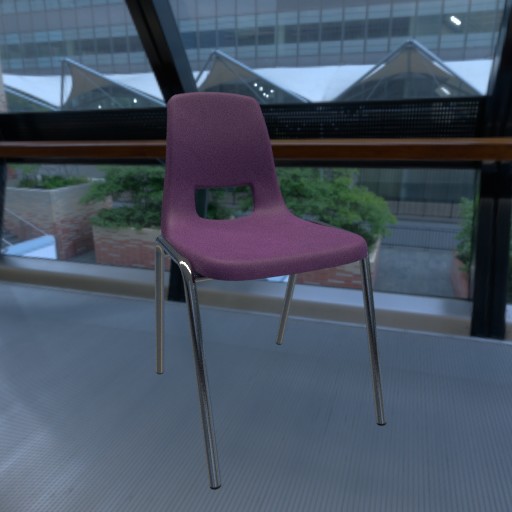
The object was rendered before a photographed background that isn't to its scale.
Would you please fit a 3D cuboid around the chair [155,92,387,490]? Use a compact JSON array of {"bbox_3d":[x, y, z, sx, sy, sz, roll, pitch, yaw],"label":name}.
[{"bbox_3d":[0.000,0.000,0.905,0.381,0.654,0.432,-8,18,-26],"label":"chair"}]
